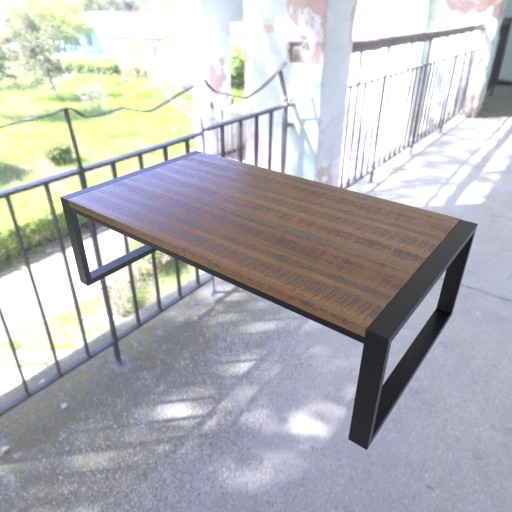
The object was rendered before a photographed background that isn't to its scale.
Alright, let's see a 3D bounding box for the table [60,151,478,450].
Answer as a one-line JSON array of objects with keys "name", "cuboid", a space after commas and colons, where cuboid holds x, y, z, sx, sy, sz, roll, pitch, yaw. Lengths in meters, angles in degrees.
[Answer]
[{"name": "table", "cuboid": [0.000, 0.000, 1.726, 1.350, 0.400, 0.750, 22, 37, 32]}]
